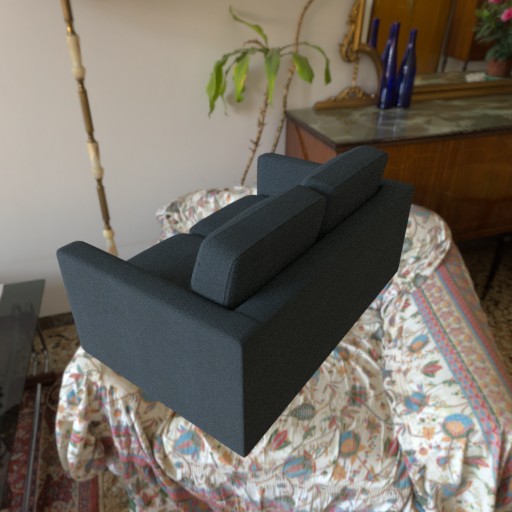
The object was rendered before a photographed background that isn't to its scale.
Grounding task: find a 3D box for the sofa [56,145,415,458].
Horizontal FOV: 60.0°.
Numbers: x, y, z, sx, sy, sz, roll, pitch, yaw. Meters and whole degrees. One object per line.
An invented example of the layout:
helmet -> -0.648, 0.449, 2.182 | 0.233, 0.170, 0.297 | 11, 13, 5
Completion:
sofa -> 0.000, 0.000, 2.205 | 0.999, 0.930, 1.518 | 21, 37, 30
